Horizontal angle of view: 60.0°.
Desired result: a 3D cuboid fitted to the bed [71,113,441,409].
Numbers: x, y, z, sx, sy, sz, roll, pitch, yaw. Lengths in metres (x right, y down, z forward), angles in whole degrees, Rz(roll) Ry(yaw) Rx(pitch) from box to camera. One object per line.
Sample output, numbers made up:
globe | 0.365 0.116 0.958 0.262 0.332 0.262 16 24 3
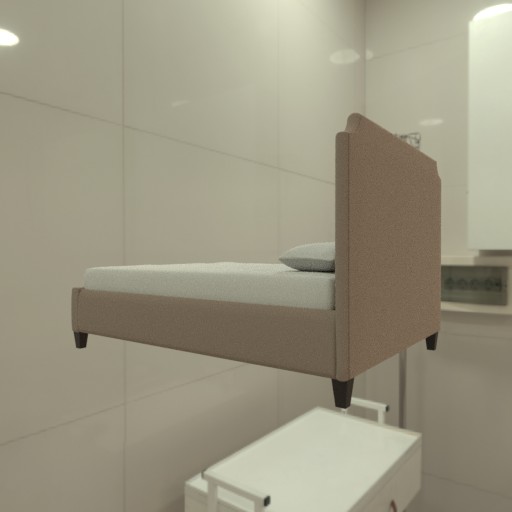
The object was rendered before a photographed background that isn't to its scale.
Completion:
bed | 0.000 0.000 3.436 2.372 1.443 1.713 0 1 36
